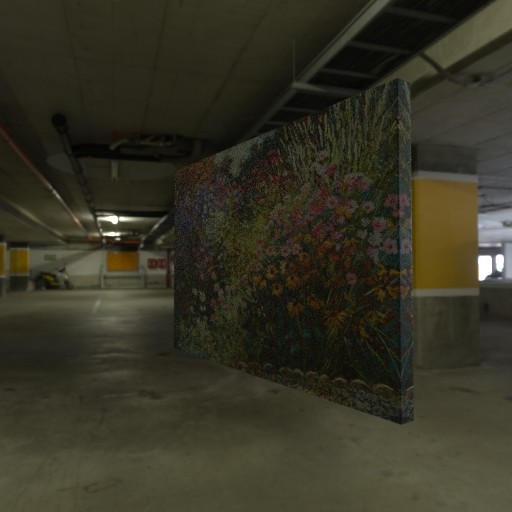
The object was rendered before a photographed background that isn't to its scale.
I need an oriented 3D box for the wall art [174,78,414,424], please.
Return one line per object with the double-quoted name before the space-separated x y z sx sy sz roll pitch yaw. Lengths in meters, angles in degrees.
"wall art" 0.000 0.000 1.151 0.037 0.604 0.908 1 -2 -36
